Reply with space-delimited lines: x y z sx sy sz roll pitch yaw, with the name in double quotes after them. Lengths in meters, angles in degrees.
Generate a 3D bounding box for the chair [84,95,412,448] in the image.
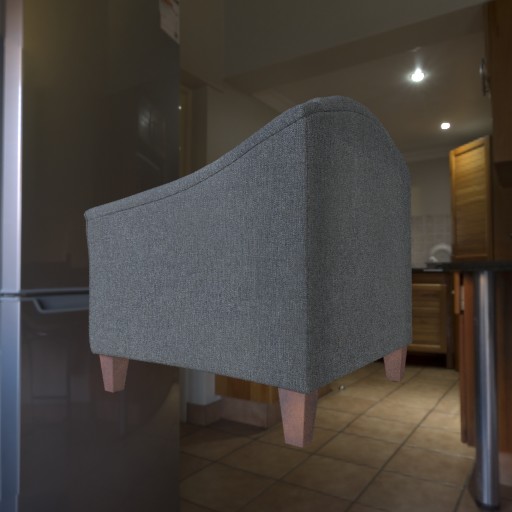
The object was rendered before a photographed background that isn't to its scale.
0.000 0.000 1.432 0.787 0.839 0.763 -1 -2 35 "chair"
